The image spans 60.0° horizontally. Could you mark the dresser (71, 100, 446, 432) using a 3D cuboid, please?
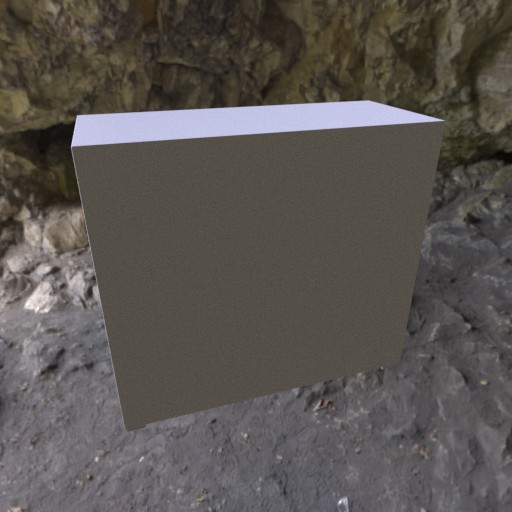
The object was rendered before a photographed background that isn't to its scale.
[{"bbox_3d":[0.000,0.000,1.656,1.100,1.000,0.460,-8,28,-16],"label":"dresser"}]
